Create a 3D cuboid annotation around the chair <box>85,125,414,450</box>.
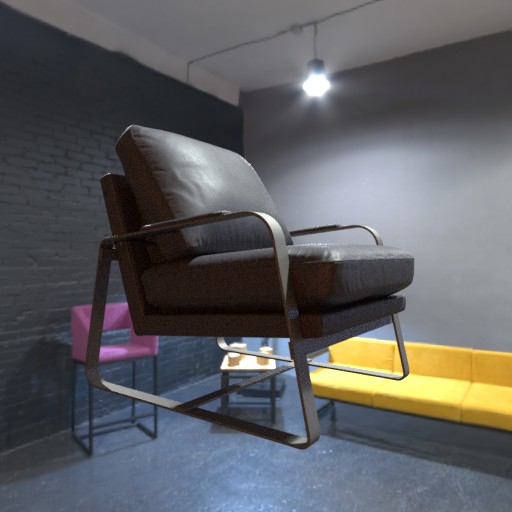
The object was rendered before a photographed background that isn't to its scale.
[{"bbox_3d":[0.000,0.000,1.460,0.878,0.839,0.692,0,0,36],"label":"chair"}]
